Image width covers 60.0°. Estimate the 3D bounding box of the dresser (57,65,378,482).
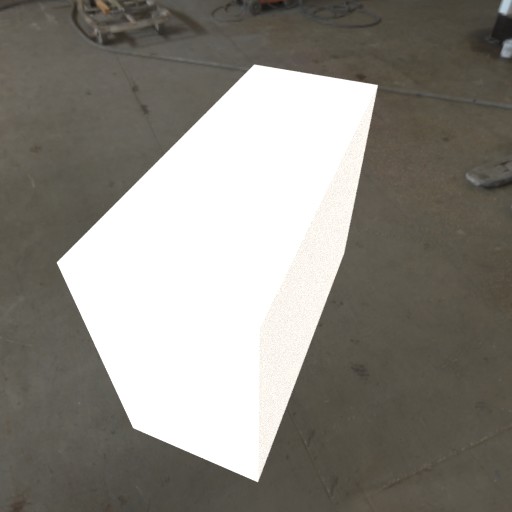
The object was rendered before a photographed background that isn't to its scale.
[{"bbox_3d":[0.000,0.000,1.523,0.460,0.820,1.100,16,48,15],"label":"dresser"}]
